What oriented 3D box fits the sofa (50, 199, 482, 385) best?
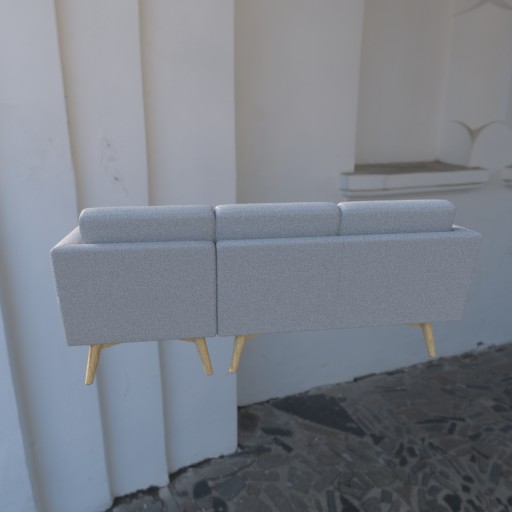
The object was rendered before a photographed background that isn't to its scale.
[{"bbox_3d":[0.000,0.000,2.816,2.040,0.860,1.530,-2,15,-8],"label":"sofa"}]
